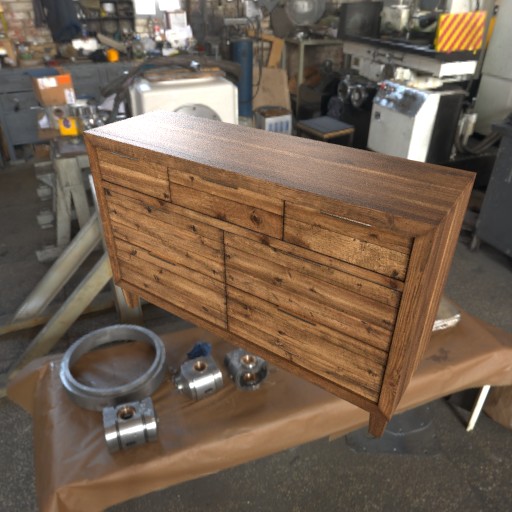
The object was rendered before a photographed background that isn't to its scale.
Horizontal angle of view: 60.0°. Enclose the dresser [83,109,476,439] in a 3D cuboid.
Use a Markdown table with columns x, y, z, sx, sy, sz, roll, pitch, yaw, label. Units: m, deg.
| x | y | z | sx | sy | sz | roll | pitch | yaw | label |
| --- | --- | --- | --- | --- | --- | --- | --- | --- | --- |
| 0.000 | 0.000 | 1.816 | 1.387 | 0.892 | 0.438 | 20 | 38 | 29 | dresser |
